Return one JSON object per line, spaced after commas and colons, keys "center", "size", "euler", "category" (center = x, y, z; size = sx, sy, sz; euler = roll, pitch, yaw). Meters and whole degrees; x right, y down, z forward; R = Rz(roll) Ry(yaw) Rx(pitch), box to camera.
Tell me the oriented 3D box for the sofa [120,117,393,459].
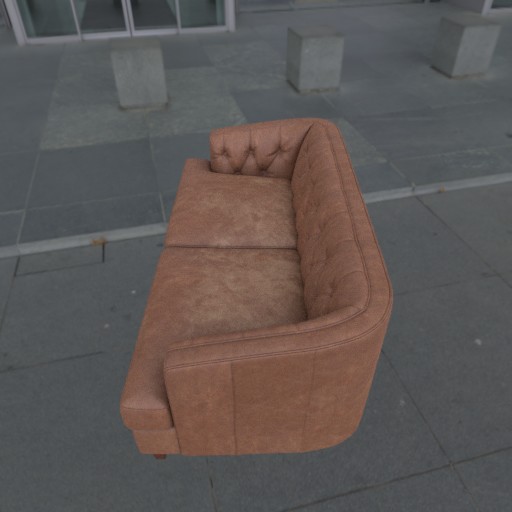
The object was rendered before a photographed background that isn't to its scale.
{"center": [0.000, 0.000, 2.169], "size": [0.914, 0.786, 1.755], "euler": [0, 40, 0], "category": "sofa"}
